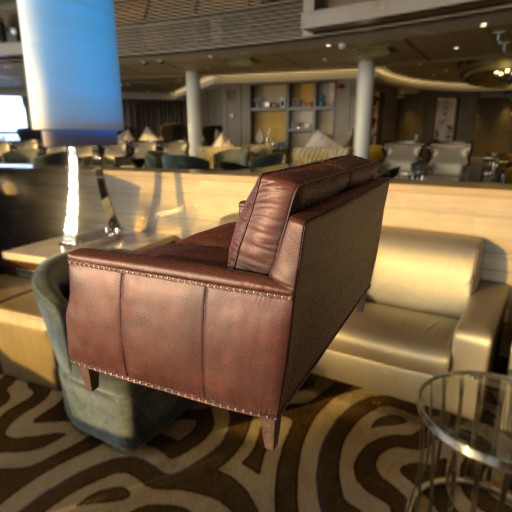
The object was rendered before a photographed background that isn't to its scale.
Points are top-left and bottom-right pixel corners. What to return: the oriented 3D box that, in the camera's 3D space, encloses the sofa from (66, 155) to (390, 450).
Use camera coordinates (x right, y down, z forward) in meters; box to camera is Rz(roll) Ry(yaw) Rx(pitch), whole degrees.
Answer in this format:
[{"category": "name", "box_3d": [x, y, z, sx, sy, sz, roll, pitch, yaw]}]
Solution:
[{"category": "sofa", "box_3d": [0.000, 0.000, 2.306, 1.083, 1.003, 1.628, 7, 17, 25]}]
